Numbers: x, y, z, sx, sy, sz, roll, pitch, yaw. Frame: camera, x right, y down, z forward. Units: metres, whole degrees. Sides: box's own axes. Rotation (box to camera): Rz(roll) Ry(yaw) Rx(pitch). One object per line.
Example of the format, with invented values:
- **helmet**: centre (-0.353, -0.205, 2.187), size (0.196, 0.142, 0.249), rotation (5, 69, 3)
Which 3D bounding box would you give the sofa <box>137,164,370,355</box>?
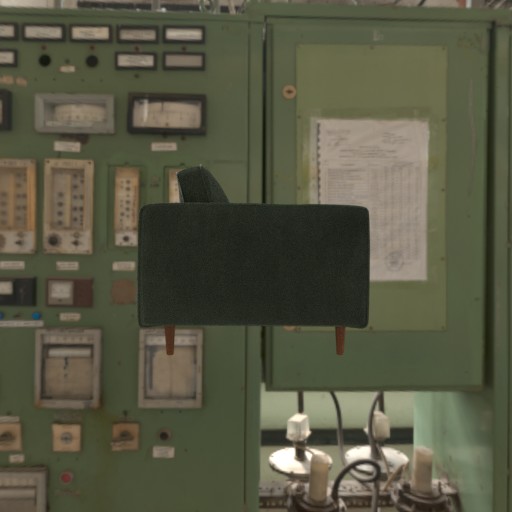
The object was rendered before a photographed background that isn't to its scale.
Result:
- **sofa**: centre (0.000, 0.000, 2.715), size (0.886, 0.781, 2.214), rotation (0, 1, 0)
